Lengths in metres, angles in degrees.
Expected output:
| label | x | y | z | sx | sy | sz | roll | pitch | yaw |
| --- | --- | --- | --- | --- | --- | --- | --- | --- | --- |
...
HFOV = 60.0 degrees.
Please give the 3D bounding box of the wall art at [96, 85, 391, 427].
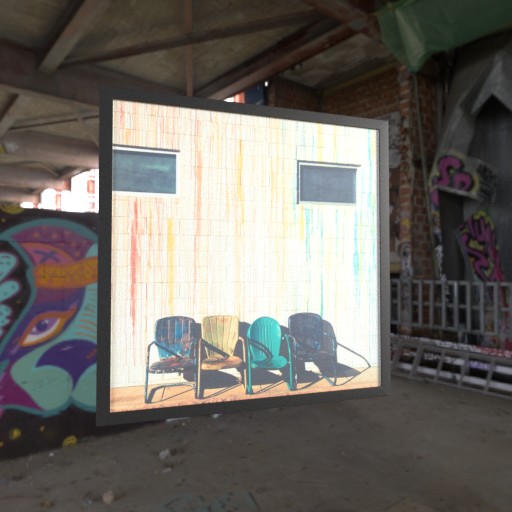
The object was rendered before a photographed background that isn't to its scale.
| label | x | y | z | sx | sy | sz | roll | pitch | yaw |
| --- | --- | --- | --- | --- | --- | --- | --- | --- | --- |
| wall art | 0.000 | 0.000 | 0.753 | 0.506 | 0.506 | 0.037 | 1 | -2 | -18 |
